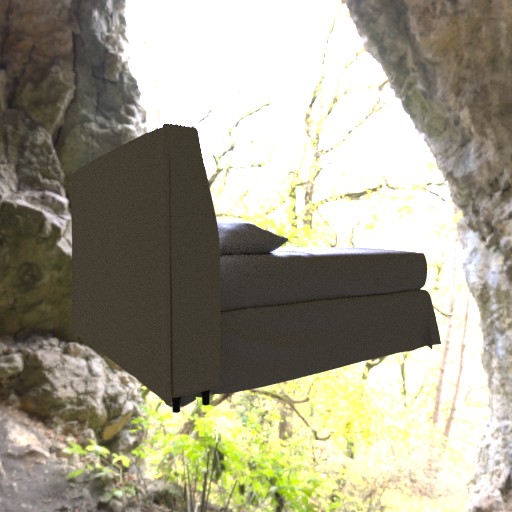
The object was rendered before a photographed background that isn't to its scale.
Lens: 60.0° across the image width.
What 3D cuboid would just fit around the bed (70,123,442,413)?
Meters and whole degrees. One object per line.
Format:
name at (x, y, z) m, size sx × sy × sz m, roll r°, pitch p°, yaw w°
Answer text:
bed at (0.000, 0.000, 3.376) m, size 2.276 × 1.332 × 1.925 m, roll -2°, pitch 3°, yaw -35°
